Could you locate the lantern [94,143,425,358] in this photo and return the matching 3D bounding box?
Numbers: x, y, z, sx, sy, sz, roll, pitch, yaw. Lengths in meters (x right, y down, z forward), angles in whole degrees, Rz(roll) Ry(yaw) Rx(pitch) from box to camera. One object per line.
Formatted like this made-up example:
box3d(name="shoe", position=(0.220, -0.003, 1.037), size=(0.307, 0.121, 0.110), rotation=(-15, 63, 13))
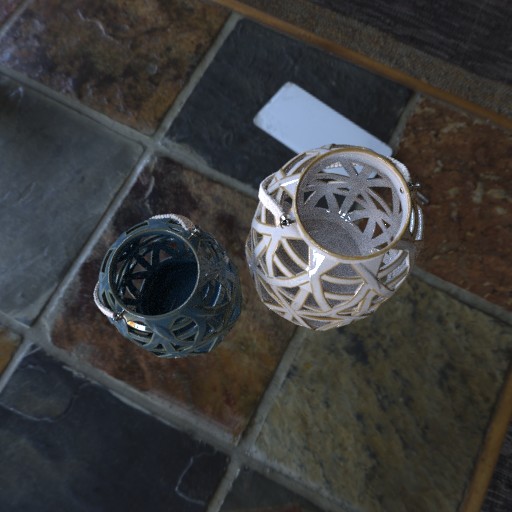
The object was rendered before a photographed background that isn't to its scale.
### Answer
box3d(name="lantern", position=(0.000, 0.000, 0.610), size=(0.439, 0.307, 0.245), rotation=(-16, 77, -4))
